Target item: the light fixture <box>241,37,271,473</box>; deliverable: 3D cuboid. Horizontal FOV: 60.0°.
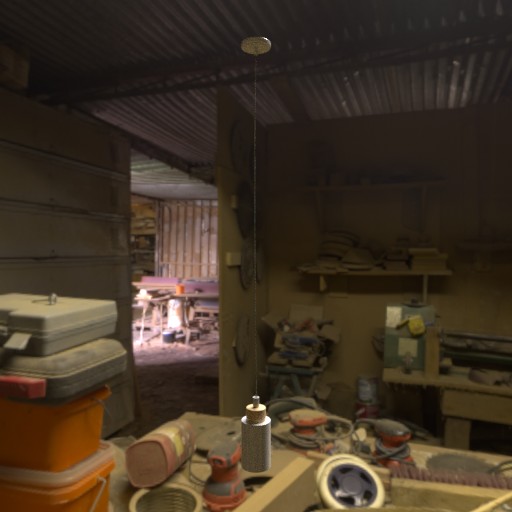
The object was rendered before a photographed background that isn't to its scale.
[{"bbox_3d":[0.000,0.000,1.890,0.125,1.798,0.125,0,1,20],"label":"light fixture"}]
